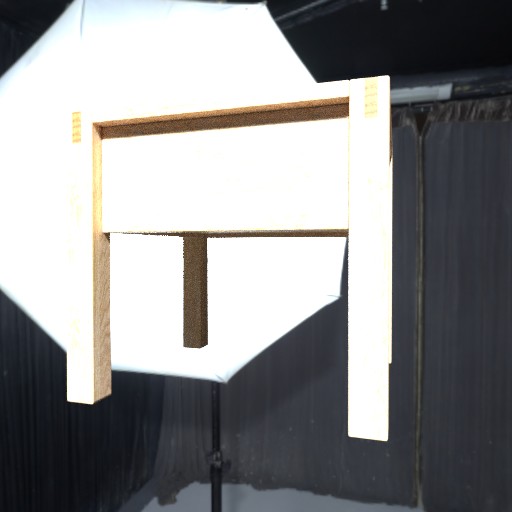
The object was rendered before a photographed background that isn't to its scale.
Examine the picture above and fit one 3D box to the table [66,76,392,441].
[{"bbox_3d":[0.000,0.000,0.825,0.480,0.450,0.440,0,1,18],"label":"table"}]
